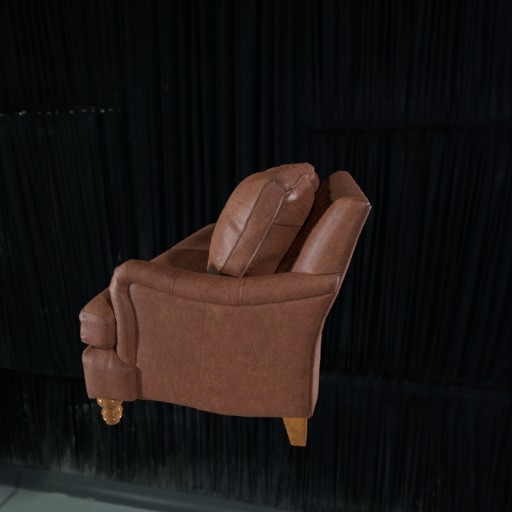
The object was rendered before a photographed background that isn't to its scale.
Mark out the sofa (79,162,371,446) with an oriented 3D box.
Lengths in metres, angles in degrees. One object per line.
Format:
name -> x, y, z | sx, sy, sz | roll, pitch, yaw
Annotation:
sofa -> 0.000, 0.000, 2.678 | 1.147, 1.071, 2.144 | 2, 14, 9
